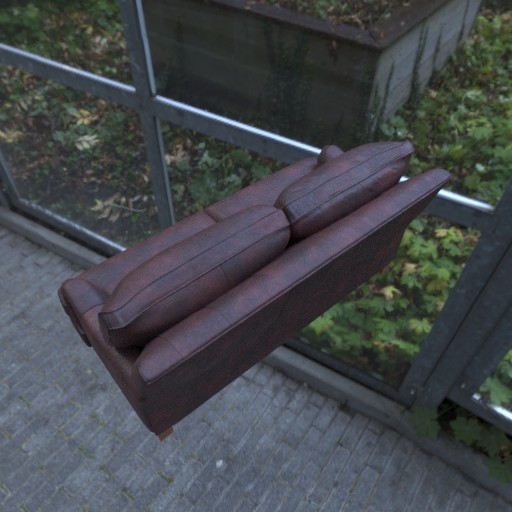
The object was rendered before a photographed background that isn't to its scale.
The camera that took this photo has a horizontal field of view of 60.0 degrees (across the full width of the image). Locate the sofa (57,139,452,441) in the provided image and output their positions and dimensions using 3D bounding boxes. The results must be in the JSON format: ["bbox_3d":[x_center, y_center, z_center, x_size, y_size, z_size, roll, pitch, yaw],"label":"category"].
[{"bbox_3d":[0.000,0.000,2.731,2.144,1.071,1.147,-31,54,-26],"label":"sofa"}]
